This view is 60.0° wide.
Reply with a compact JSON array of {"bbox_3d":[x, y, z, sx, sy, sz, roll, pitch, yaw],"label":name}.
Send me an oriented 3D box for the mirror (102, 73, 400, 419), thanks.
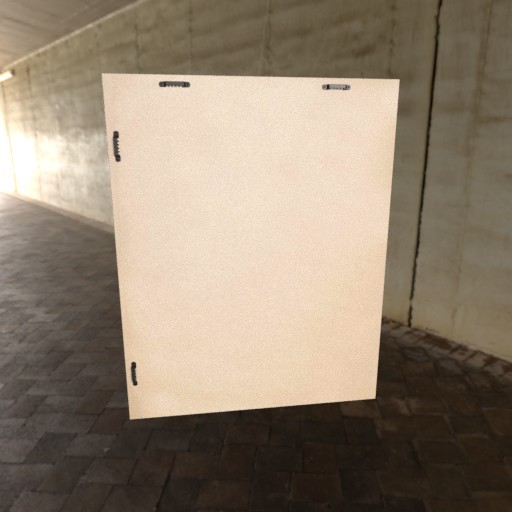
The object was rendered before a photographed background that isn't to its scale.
[{"bbox_3d":[0.000,0.000,0.675,0.405,0.508,0.041,-2,15,-8],"label":"mirror"}]
